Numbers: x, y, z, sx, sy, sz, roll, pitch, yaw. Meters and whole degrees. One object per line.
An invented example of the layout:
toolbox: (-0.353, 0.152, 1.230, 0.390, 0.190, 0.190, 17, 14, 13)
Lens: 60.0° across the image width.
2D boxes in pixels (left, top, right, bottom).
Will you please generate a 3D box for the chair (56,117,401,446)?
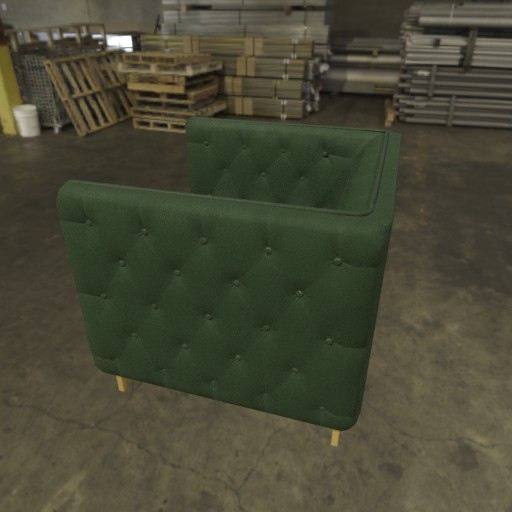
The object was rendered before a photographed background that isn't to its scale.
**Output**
chair: (0.000, 0.000, 1.560, 0.855, 0.768, 0.917, 9, 31, 15)
